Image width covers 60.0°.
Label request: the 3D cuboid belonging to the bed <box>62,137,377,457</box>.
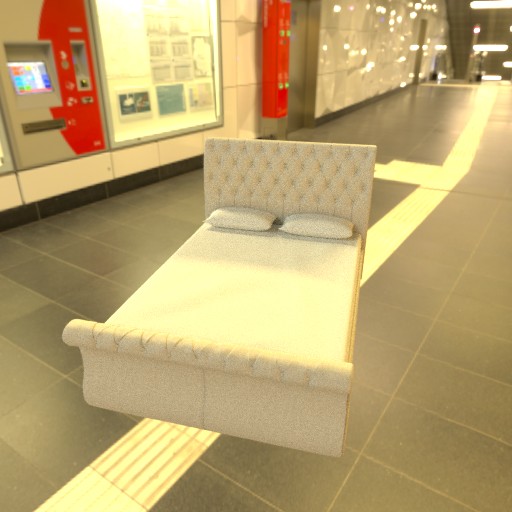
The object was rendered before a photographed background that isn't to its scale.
[{"bbox_3d":[0.000,0.000,3.353,1.606,1.268,2.493,6,26,13],"label":"bed"}]
